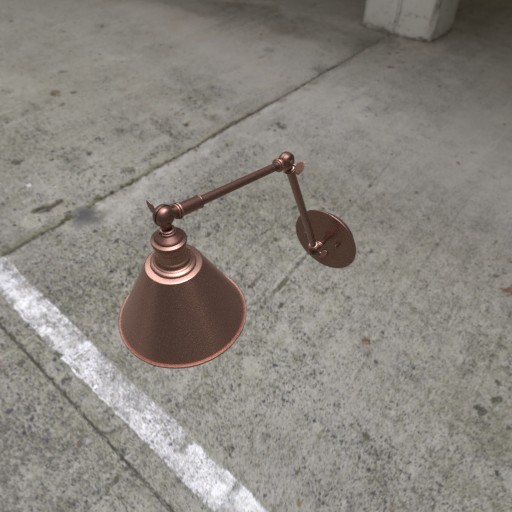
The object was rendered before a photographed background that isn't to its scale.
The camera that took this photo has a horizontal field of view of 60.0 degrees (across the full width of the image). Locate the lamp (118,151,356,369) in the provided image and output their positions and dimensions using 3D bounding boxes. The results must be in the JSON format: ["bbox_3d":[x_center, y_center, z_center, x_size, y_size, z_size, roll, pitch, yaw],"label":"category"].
[{"bbox_3d":[0.000,0.000,0.901,0.223,0.502,0.624,31,53,27],"label":"lamp"}]
